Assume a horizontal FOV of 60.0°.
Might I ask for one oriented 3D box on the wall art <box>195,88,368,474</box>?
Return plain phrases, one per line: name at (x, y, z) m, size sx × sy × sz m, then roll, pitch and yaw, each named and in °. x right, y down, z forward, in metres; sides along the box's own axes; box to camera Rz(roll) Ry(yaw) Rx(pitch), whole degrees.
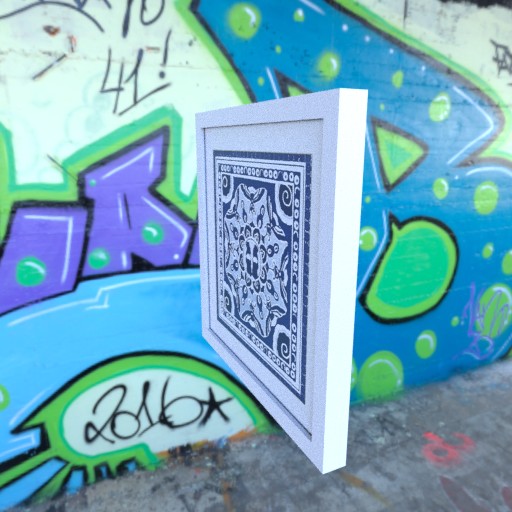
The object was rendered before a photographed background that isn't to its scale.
wall art at (0.000, 0.000, 0.549) m, size 0.027 × 0.355 × 0.355 m, roll -7°, pitch 16°, yaw -25°
